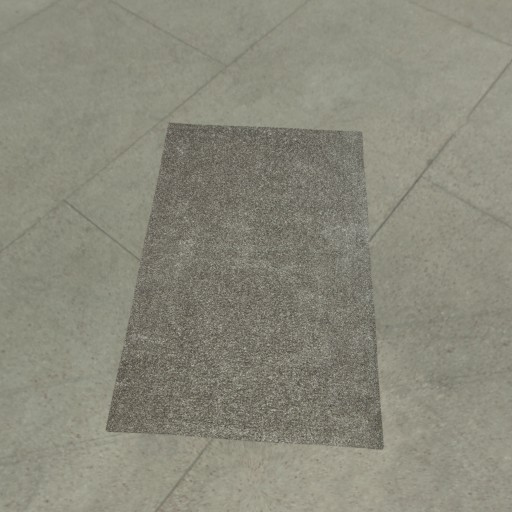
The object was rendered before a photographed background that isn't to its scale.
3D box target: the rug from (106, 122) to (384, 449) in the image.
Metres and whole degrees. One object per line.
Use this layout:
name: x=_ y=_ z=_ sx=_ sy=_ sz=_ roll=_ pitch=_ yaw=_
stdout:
rug: x=0.000 y=0.000 z=3.489 sx=1.802 sy=0.026 sz=2.699 roll=3 pitch=62 yaw=2
